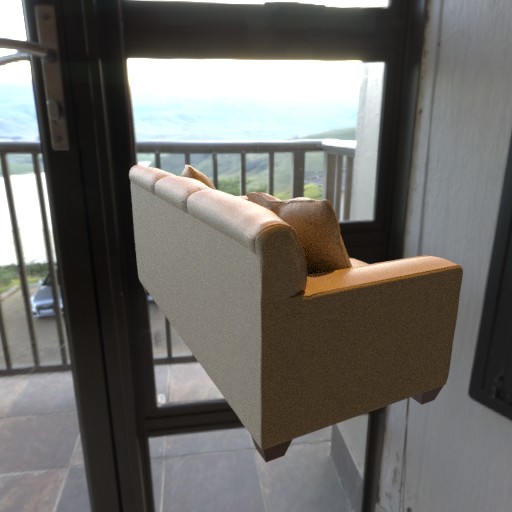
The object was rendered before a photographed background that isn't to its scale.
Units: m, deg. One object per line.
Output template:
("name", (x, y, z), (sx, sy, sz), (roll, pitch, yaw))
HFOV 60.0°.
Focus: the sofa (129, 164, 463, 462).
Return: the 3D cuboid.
("sofa", (0.000, 0.000, 2.532), (0.997, 0.958, 2.024), (-8, 19, -25))
